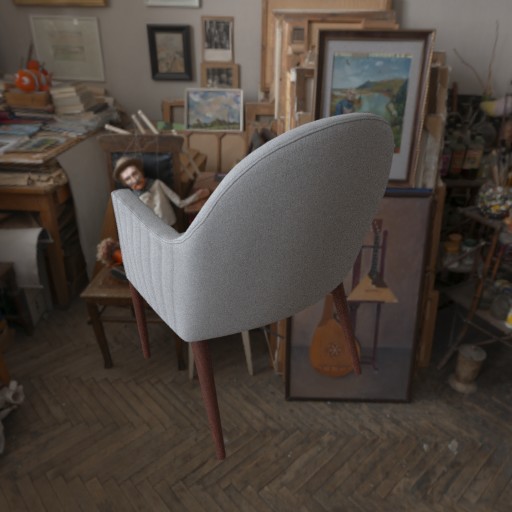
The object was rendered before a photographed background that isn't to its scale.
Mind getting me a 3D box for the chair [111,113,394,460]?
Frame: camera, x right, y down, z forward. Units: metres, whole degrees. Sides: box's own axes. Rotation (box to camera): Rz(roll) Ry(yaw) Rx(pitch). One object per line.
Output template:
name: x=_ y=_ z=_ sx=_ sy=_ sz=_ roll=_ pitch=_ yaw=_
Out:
chair: x=0.000 y=0.000 z=1.271 sx=0.610 sy=0.889 sz=0.620 roll=-20 pitch=35 yaw=-31
